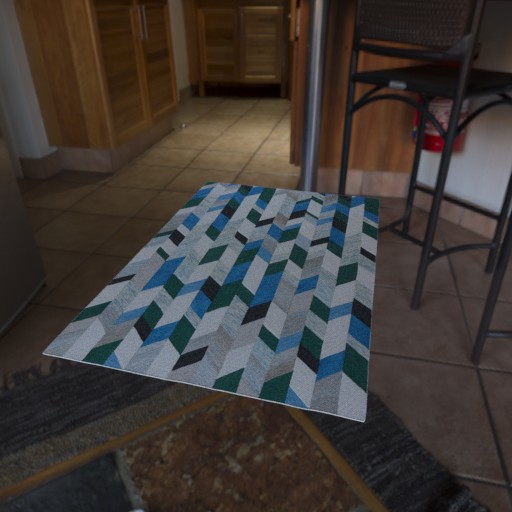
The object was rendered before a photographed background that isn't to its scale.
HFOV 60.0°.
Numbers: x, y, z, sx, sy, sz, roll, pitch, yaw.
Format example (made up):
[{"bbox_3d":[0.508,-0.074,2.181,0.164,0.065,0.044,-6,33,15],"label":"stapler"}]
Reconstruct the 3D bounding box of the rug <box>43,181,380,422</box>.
[{"bbox_3d":[0.000,0.000,2.332,1.229,0.005,1.827,8,32,13],"label":"rug"}]
